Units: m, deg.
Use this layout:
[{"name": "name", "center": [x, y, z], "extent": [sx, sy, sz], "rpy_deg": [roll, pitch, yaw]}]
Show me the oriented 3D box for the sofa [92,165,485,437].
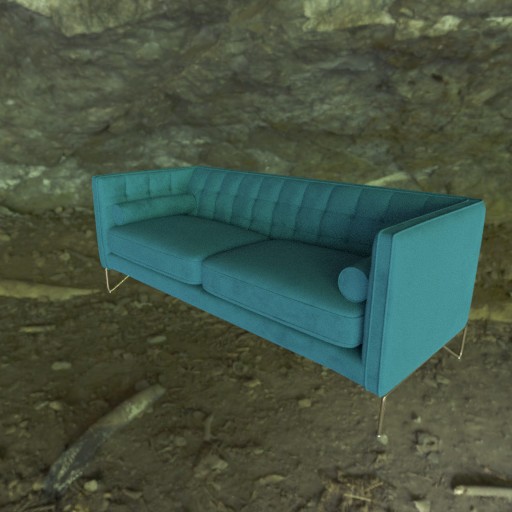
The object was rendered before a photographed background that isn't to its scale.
[{"name": "sofa", "center": [0.000, 0.000, 2.459], "extent": [2.087, 0.789, 0.867], "rpy_deg": [16, 24, 42]}]
